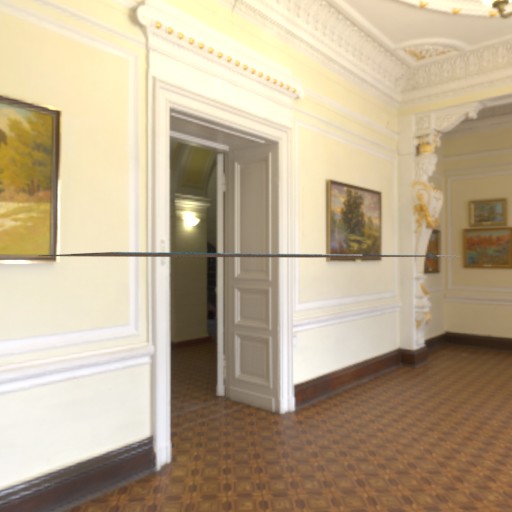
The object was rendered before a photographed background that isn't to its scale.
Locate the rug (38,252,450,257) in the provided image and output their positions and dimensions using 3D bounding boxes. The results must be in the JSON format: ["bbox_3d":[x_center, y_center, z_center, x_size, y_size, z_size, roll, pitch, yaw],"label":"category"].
[{"bbox_3d":[0.000,0.000,2.992,2.420,0.005,1.528,0,-1,-36],"label":"rug"}]
